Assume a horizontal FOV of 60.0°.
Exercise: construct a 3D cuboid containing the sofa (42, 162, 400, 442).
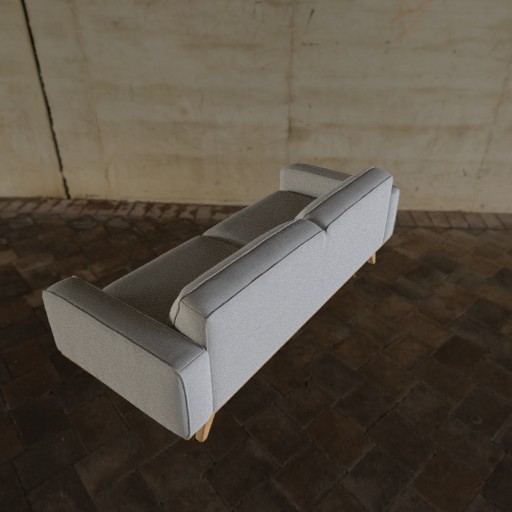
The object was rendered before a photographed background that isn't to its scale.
[{"bbox_3d":[0.000,0.000,2.755,0.956,0.781,2.270,21,37,31],"label":"sofa"}]
